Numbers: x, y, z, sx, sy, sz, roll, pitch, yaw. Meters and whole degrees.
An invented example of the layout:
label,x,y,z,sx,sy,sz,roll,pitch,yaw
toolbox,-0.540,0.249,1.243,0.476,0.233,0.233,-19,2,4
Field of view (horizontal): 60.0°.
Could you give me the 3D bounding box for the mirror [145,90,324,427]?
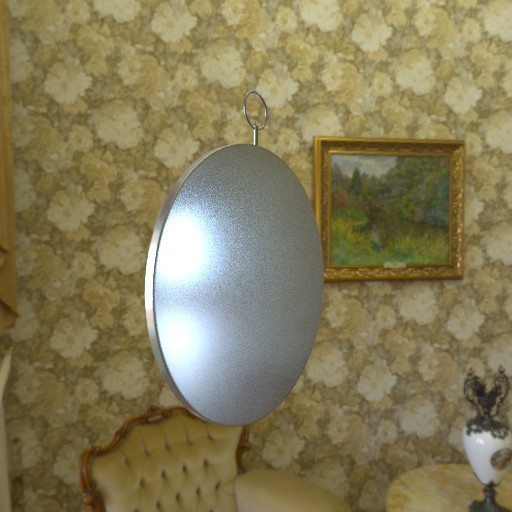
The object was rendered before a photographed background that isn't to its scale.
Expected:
label,x,y,z,sx,sy,sz,roll,pitch,yaw
mirror,0.000,0.000,0.964,0.020,0.713,0.594,0,1,36
